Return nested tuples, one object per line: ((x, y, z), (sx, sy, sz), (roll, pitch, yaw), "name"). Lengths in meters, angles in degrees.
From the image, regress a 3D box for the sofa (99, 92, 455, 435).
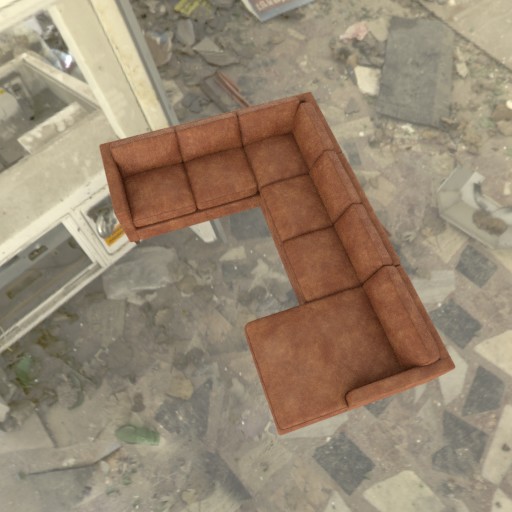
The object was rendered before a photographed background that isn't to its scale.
((0.000, 0.000, 4.501), (2.452, 0.888, 3.324), (-17, 65, -8), "sofa")
